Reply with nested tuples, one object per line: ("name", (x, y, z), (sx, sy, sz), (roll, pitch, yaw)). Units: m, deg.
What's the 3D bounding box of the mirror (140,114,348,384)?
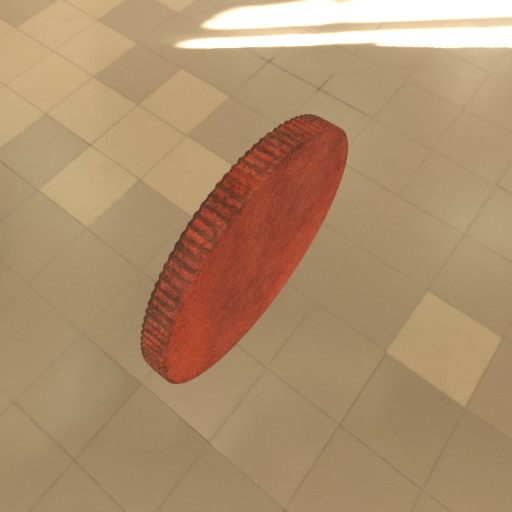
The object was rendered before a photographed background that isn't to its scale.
("mirror", (0.000, 0.000, 0.933), (0.056, 0.609, 0.609), (34, 68, 16))
